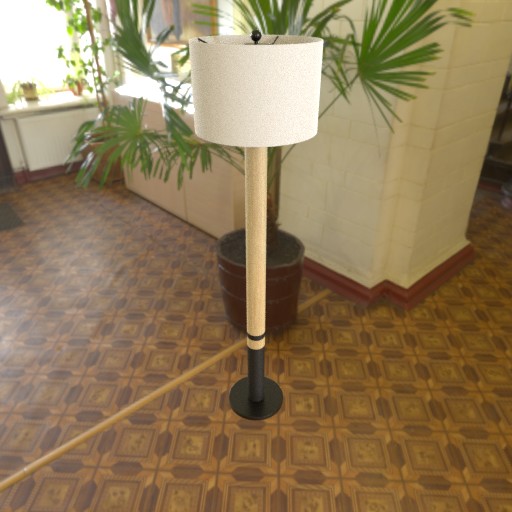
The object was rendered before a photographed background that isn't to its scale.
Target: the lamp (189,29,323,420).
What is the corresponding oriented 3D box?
[{"bbox_3d":[0.000,0.000,1.622,0.381,1.478,0.381,1,30,2],"label":"lamp"}]
